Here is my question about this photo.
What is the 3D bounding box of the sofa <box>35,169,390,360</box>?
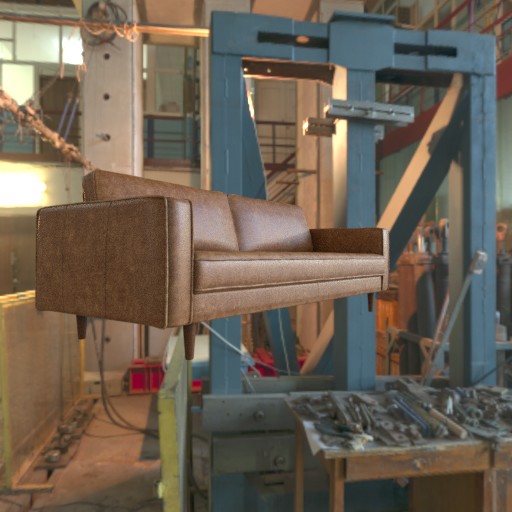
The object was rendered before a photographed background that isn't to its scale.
[{"bbox_3d":[0.000,0.000,2.588,0.886,0.779,2.199,0,0,36],"label":"sofa"}]
